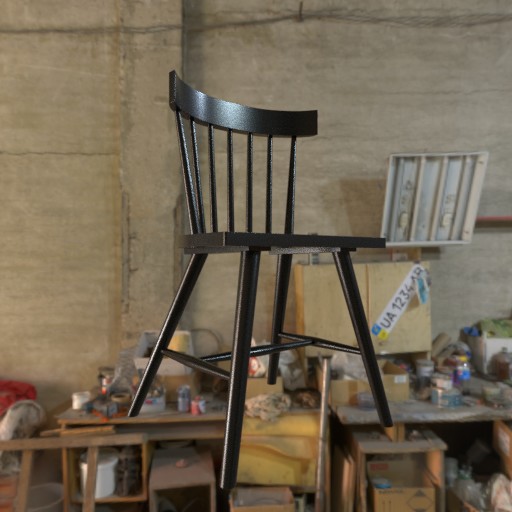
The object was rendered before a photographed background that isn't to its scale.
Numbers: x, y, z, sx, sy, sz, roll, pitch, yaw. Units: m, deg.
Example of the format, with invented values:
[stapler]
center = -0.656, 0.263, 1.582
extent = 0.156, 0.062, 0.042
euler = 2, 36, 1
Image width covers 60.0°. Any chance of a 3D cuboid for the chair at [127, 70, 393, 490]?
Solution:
[chair]
center = 0.000, 0.000, 1.138
extent = 0.506, 0.844, 0.483
euler = 0, 0, -37
